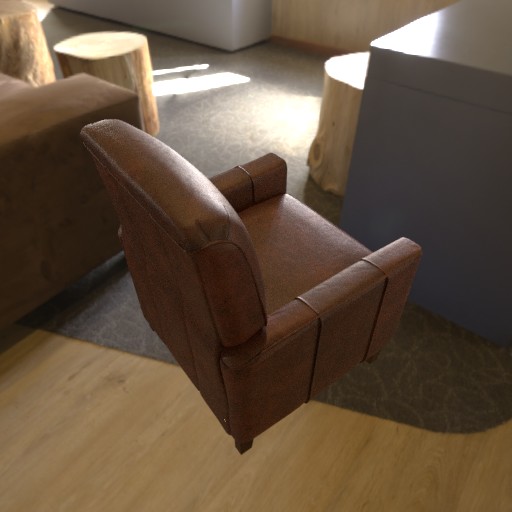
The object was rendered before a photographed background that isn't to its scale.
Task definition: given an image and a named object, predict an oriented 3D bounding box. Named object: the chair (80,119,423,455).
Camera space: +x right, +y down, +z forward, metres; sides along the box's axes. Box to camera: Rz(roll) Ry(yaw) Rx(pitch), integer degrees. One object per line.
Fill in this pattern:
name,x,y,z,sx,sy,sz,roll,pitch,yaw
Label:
chair,0.000,0.000,1.619,0.836,1.043,0.843,-26,48,-26
